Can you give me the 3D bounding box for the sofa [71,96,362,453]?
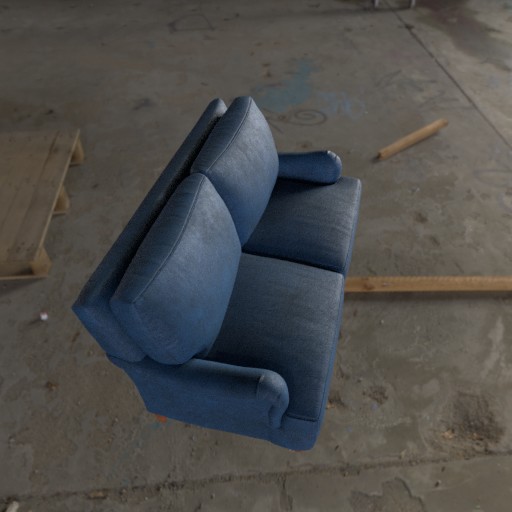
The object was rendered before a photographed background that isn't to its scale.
[{"bbox_3d":[0.000,0.000,2.585,1.084,1.101,1.853,11,48,10],"label":"sofa"}]
